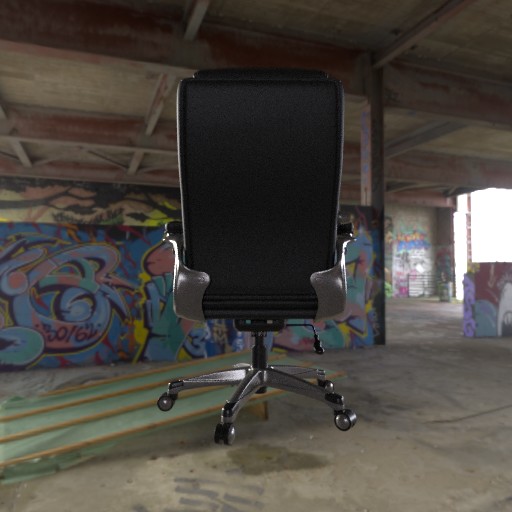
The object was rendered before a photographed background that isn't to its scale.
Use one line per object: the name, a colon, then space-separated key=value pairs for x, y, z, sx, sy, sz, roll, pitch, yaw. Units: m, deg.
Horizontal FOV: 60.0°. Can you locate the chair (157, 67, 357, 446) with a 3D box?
chair: x=0.000 y=0.000 z=1.693 sx=0.741 sy=1.167 sz=0.784 roll=0 pitch=-2 yaw=0
